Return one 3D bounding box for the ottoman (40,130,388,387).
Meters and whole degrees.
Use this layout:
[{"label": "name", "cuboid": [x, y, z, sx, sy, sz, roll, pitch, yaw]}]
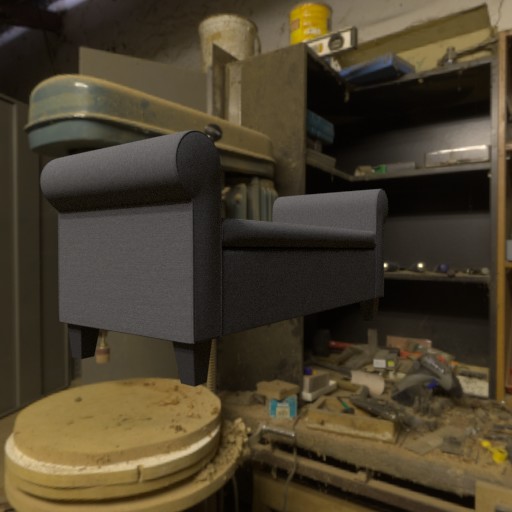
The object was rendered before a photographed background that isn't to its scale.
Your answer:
[{"label": "ottoman", "cuboid": [0.000, 0.000, 1.534, 0.521, 0.547, 1.256, 1, 1, 35]}]
